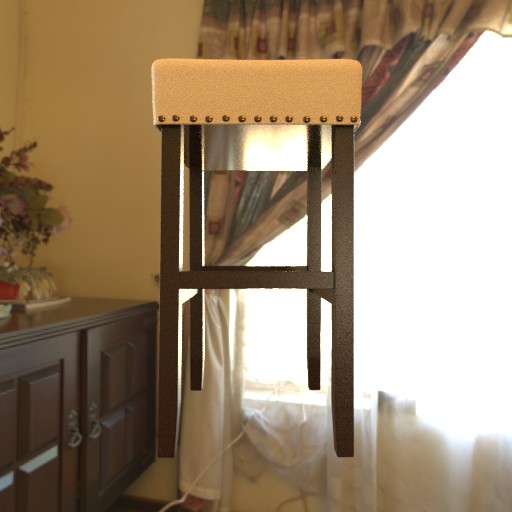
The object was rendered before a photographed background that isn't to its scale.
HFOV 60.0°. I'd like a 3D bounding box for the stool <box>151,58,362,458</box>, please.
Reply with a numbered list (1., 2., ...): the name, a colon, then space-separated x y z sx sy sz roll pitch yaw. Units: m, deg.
1. stool: 0.000 0.000 1.061 0.401 0.762 0.471 0 0 0
